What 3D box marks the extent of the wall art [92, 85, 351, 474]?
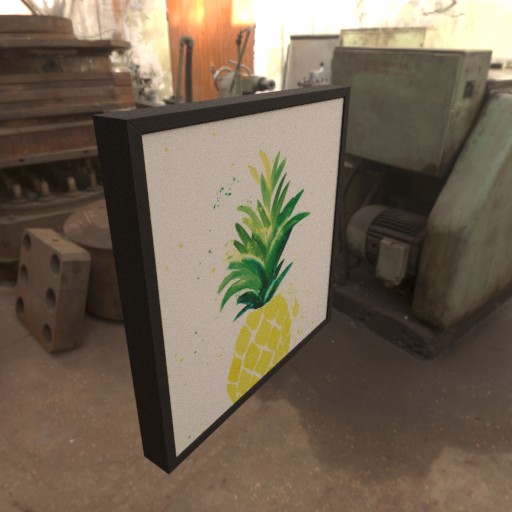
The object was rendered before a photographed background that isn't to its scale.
[{"bbox_3d":[0.000,0.000,0.448,0.033,0.304,0.305,18,30,32],"label":"wall art"}]
